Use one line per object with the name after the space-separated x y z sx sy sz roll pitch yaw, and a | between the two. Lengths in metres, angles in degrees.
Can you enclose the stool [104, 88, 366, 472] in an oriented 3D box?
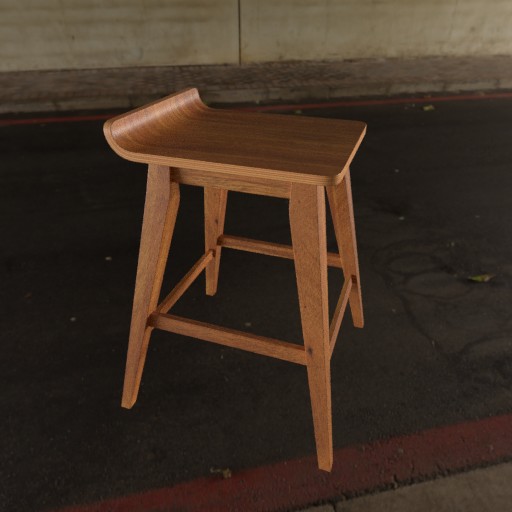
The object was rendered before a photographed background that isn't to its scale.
0.000 0.000 1.013 0.500 0.650 0.500 10 33 17 | stool
